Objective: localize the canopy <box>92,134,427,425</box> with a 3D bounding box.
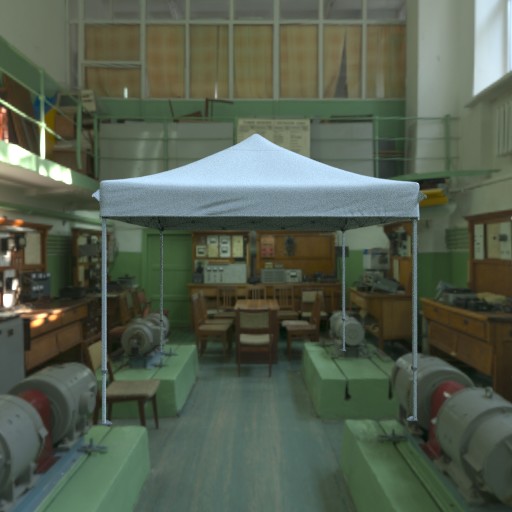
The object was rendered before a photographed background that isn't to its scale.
[{"bbox_3d":[0.000,0.000,5.460,2.996,2.998,2.994,0,1,-2],"label":"canopy"}]
